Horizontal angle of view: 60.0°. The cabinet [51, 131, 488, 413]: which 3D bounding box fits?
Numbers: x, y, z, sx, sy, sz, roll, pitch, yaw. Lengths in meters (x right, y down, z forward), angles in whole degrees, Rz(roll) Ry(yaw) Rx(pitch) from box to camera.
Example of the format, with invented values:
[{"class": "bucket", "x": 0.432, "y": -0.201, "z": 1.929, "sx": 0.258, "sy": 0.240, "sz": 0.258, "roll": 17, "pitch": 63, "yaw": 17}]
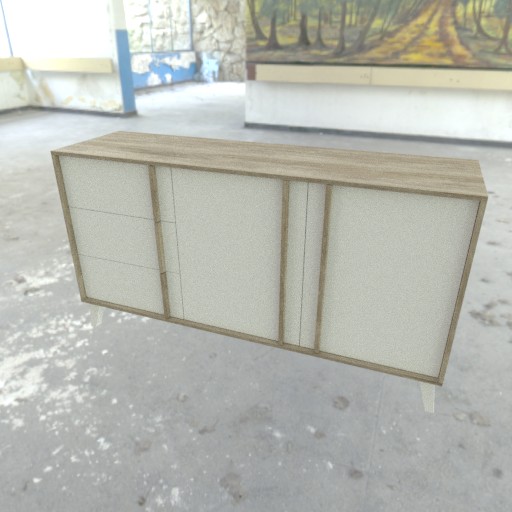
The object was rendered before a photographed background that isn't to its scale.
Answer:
[{"class": "cabinet", "x": 0.000, "y": 0.000, "z": 1.910, "sx": 1.600, "sy": 0.870, "sz": 0.450, "roll": 10, "pitch": 28, "yaw": 19}]
